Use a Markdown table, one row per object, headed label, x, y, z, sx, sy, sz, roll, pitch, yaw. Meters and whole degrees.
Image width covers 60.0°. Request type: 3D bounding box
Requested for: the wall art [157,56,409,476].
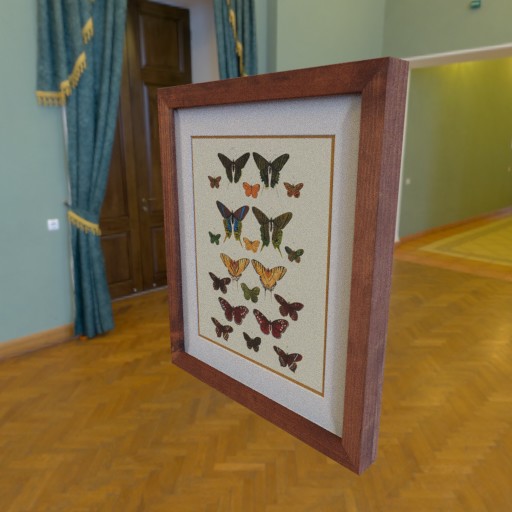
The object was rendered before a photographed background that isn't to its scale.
| label | x | y | z | sx | sy | sz | roll | pitch | yaw |
| --- | --- | --- | --- | --- | --- | --- | --- | --- | --- |
| wall art | 0.000 | 0.000 | 0.598 | 0.039 | 0.449 | 0.377 | -14 | 20 | -43 |
